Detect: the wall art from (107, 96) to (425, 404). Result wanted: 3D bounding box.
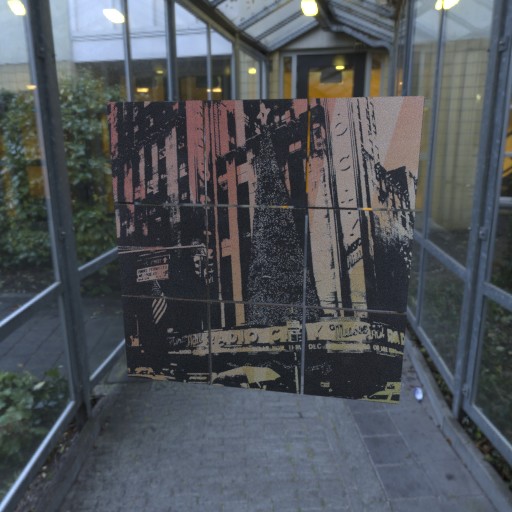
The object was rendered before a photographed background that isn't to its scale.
[{"bbox_3d":[0.000,0.000,1.818,1.216,1.216,0.013,3,14,10],"label":"wall art"}]
